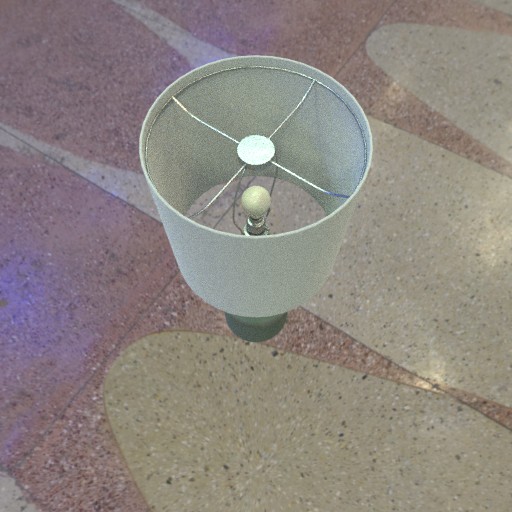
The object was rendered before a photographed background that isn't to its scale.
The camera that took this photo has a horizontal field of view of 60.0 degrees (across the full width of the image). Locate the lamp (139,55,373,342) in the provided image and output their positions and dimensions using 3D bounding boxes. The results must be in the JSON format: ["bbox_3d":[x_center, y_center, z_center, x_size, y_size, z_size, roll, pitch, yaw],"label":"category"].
[{"bbox_3d":[0.000,0.000,0.624,0.212,0.493,0.212,33,68,15],"label":"lamp"}]
